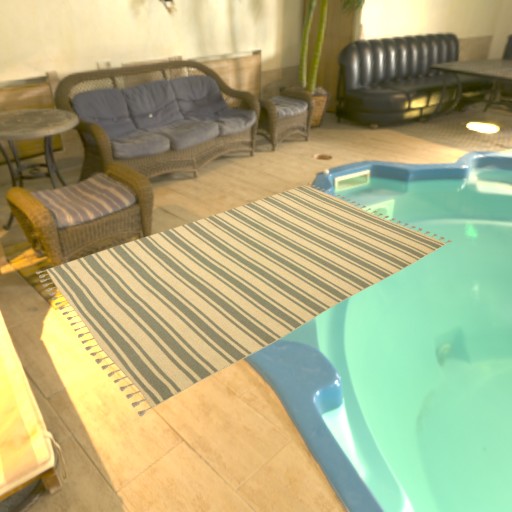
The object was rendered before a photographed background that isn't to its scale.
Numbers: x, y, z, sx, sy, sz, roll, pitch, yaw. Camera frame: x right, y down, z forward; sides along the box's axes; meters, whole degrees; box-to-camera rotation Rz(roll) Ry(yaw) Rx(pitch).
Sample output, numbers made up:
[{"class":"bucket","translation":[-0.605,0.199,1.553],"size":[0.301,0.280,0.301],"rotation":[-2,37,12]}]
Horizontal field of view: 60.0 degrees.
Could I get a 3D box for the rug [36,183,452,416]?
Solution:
[{"class":"rug","translation":[0.000,0.000,2.527],"size":[2.084,0.009,1.222],"rotation":[-22,37,-33]}]
